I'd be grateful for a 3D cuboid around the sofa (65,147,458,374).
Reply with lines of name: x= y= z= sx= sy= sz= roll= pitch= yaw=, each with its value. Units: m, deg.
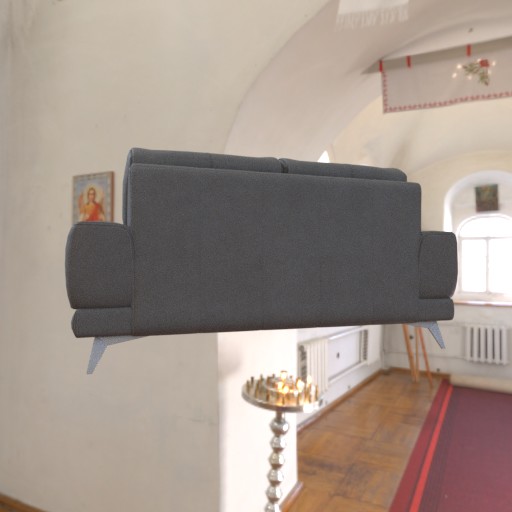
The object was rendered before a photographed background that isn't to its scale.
sofa: x=0.000 y=0.000 z=2.355 sx=1.806 sy=0.907 sz=1.018 roll=0 pitch=-1 yaw=-18
